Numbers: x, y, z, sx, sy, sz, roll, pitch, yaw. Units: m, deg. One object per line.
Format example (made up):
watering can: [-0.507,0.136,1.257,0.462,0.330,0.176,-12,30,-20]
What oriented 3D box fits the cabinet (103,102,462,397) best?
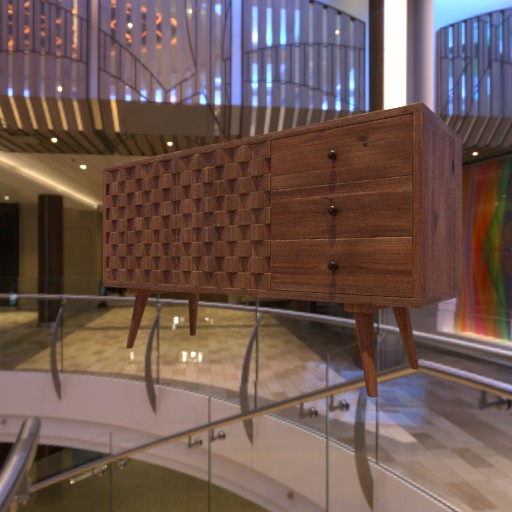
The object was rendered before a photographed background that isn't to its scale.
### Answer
cabinet: [0.000,0.000,1.740,1.400,0.800,0.472,0,0,37]
